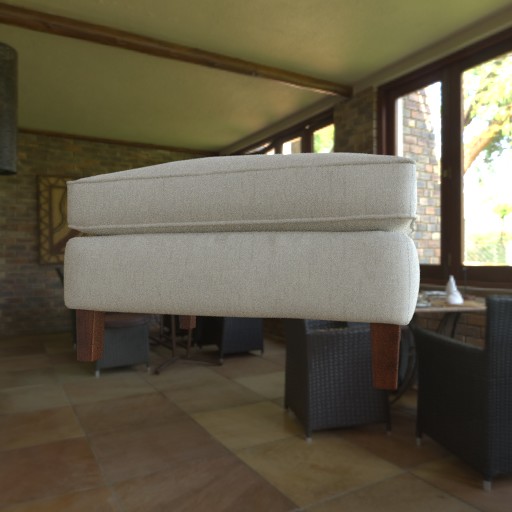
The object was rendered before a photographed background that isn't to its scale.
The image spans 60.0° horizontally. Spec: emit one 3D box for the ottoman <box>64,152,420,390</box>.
[{"bbox_3d":[0.000,0.000,0.970,0.665,0.406,0.501,0,0,19],"label":"ottoman"}]
